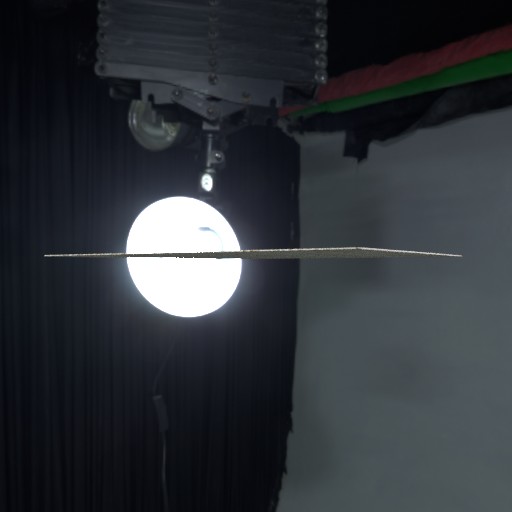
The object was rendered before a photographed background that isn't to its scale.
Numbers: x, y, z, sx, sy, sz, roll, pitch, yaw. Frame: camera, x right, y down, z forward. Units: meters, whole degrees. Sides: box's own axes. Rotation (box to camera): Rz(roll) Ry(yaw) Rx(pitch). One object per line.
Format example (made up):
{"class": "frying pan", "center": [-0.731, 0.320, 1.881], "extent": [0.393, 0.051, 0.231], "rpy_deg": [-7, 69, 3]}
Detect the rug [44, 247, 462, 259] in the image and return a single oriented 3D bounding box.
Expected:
{"class": "rug", "center": [0.000, 0.000, 3.919], "extent": [2.939, 0.009, 2.313], "rpy_deg": [-1, -1, 36]}
